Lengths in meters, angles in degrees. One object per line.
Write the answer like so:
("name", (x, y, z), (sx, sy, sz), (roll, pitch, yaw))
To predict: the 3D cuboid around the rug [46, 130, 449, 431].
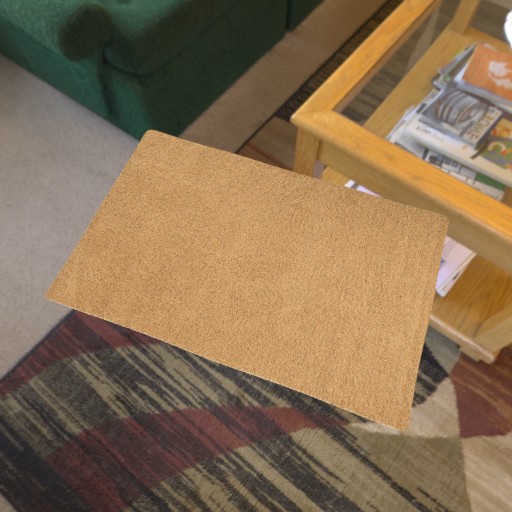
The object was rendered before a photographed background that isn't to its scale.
("rug", (0.000, 0.000, 2.980), (2.349, 0.025, 1.500), (18, 65, 9))
